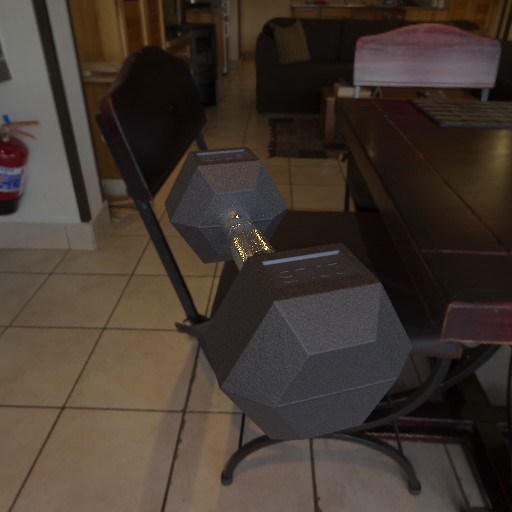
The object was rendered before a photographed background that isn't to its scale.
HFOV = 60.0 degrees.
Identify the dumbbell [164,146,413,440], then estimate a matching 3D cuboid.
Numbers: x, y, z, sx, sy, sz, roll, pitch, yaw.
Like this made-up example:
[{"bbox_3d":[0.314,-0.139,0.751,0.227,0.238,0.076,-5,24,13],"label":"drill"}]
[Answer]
[{"bbox_3d":[0.000,0.000,0.323,0.106,0.092,0.272,-8,31,-14],"label":"dumbbell"}]
